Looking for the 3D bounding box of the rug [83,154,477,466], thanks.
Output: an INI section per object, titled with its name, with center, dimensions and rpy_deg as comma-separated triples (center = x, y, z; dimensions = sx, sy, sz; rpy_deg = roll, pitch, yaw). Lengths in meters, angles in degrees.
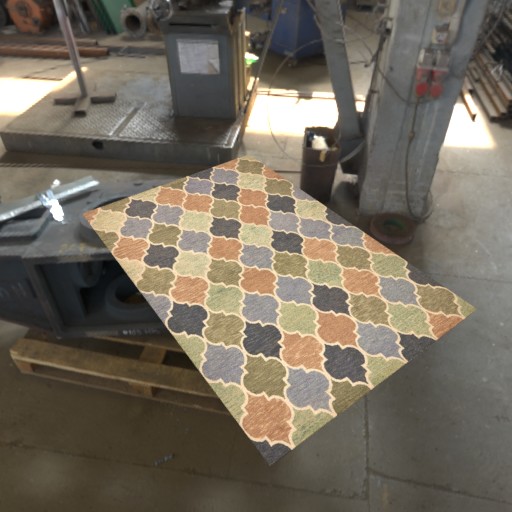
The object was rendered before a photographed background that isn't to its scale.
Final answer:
[rug]
center = 0.000, 0.000, 2.351
dimensions = 1.216, 0.006, 1.828
rpy_deg = -26, 48, -26
